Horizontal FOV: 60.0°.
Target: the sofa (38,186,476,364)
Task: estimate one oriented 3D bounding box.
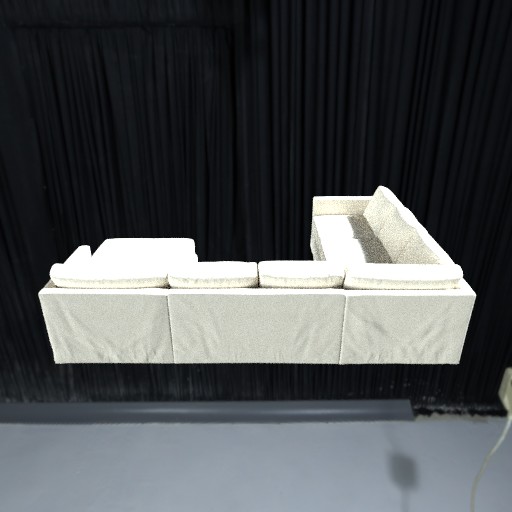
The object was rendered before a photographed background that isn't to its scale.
[{"bbox_3d":[0.000,0.000,4.648,3.460,0.882,2.427,0,26,0],"label":"sofa"}]
